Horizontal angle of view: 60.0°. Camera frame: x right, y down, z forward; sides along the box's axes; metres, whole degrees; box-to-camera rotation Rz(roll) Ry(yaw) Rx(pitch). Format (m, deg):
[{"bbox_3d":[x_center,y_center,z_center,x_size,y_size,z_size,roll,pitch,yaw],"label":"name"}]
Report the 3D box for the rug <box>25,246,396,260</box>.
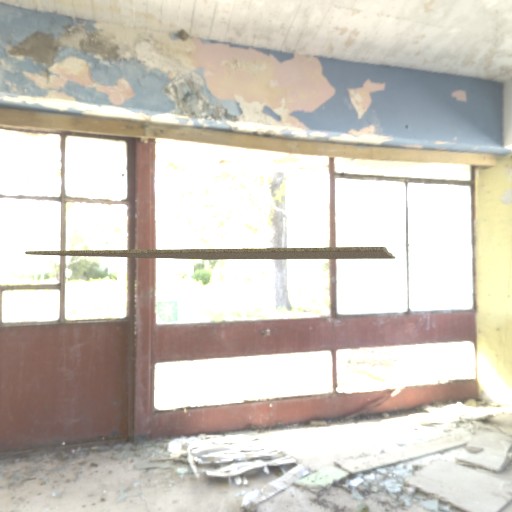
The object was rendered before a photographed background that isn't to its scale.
[{"bbox_3d":[0.000,0.000,4.073,2.401,0.025,3.001,0,-1,18],"label":"rug"}]
